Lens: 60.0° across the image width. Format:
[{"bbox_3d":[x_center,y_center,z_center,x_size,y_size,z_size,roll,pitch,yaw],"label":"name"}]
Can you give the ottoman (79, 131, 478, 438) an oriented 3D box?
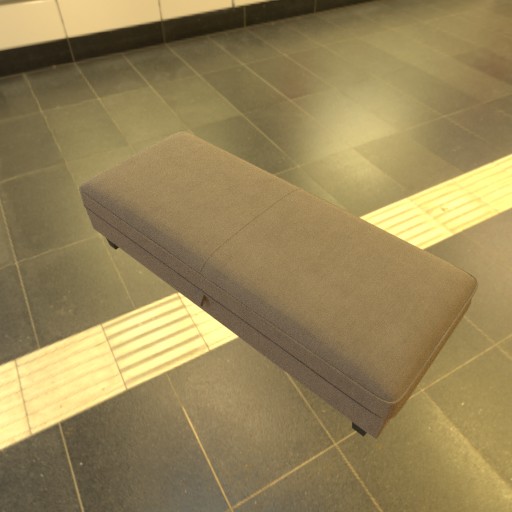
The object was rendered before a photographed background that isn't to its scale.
[{"bbox_3d":[0.000,0.000,2.080,1.764,0.470,0.751,32,54,27],"label":"ottoman"}]
